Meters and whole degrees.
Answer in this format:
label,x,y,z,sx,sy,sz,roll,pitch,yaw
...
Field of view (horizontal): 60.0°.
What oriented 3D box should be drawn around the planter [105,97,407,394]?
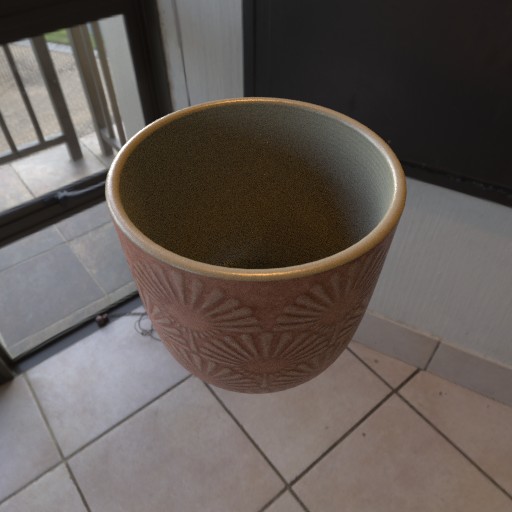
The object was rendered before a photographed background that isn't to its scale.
label,x,y,z,sx,sy,sz,roll,pitch,yaw
planter,0.000,0.000,0.225,0.124,0.109,0.124,0,47,0
